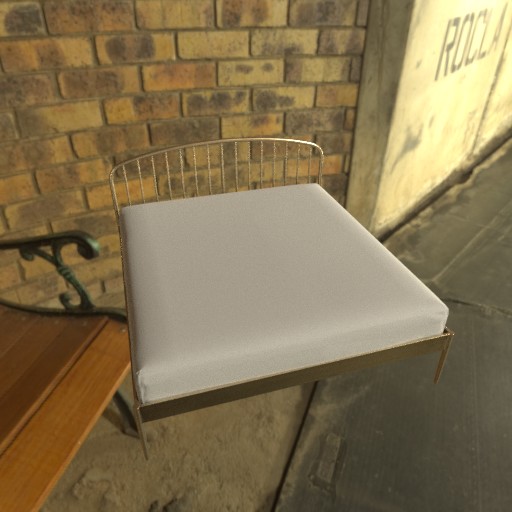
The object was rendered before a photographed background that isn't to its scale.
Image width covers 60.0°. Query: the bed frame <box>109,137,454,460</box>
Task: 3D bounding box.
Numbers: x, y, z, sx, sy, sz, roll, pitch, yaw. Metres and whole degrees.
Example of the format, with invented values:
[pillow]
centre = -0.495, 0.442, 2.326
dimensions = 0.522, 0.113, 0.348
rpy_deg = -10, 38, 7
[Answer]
[bed frame]
centre = 0.000, 0.000, 3.395
dimensions = 2.016, 1.174, 2.152
rpy_deg = -9, 34, -14
